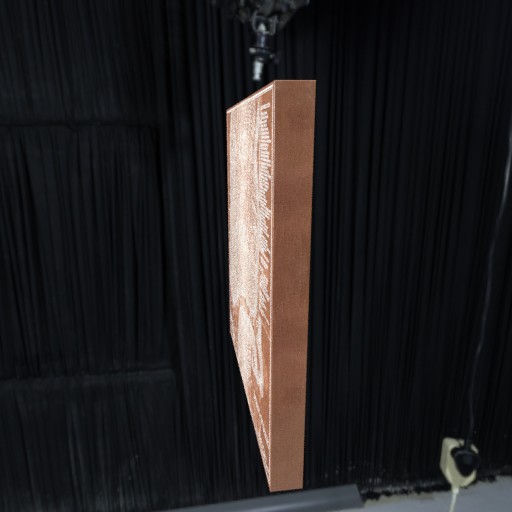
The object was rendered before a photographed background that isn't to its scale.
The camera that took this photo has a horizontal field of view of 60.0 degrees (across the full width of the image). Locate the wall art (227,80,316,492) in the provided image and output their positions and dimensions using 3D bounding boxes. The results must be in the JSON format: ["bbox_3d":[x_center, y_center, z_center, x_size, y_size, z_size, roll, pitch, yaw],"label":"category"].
[{"bbox_3d":[0.000,0.000,0.605,0.035,0.403,0.403,-2,15,-9],"label":"wall art"}]
